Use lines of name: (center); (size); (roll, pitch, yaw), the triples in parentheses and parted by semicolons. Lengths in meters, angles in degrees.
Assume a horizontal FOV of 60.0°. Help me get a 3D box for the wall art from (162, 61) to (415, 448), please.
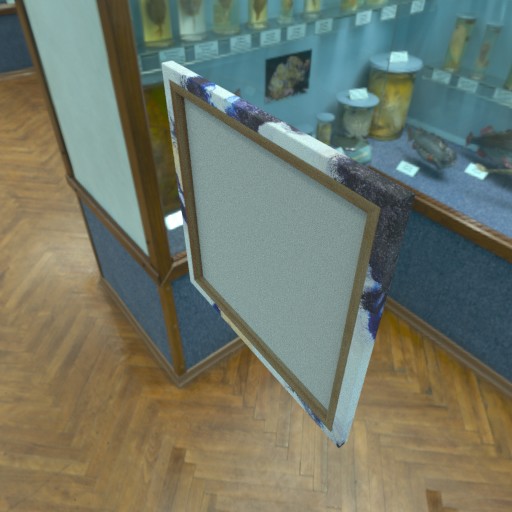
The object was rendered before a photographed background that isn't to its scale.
wall art: (0.000, 0.000, 1.314); (0.038, 0.885, 0.887); (-25, 47, -26)
